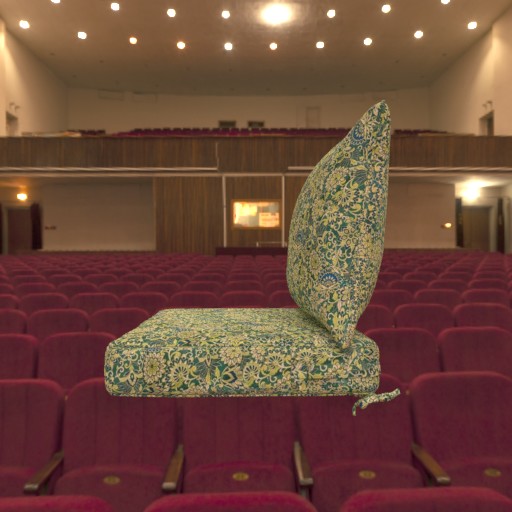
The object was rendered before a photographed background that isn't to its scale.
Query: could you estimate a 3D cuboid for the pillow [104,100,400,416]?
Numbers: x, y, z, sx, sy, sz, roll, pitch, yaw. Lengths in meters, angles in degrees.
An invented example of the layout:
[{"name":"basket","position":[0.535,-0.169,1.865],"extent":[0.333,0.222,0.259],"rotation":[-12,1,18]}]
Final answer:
[{"name":"pillow","position":[0.000,0.000,1.374],"extent":[0.740,0.722,0.798],"rotation":[0,0,-1]}]
